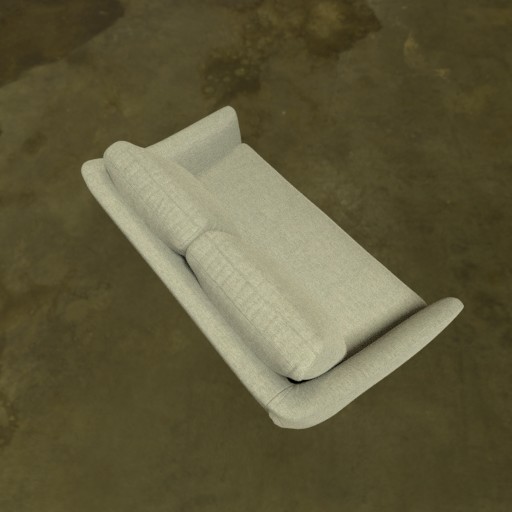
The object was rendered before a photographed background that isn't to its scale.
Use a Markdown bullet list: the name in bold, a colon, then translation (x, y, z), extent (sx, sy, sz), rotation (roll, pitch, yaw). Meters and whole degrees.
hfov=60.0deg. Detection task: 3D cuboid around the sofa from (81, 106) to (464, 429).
- **sofa**: translation (0.000, 0.000, 2.133), extent (0.960, 0.904, 1.619), rotation (-34, 64, -20)
